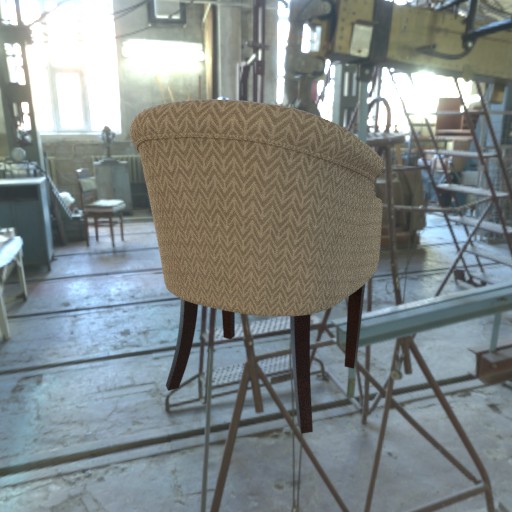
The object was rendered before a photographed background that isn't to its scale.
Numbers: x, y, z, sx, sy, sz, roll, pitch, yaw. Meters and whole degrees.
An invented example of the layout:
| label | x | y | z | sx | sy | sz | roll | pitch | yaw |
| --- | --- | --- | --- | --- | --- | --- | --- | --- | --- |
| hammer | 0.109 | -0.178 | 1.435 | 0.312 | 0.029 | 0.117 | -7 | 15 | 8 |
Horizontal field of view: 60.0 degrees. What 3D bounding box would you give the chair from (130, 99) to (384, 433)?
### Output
| label | x | y | z | sx | sy | sz | roll | pitch | yaw |
| --- | --- | --- | --- | --- | --- | --- | --- | --- | --- |
| chair | 0.000 | 0.000 | 1.328 | 0.686 | 0.858 | 0.613 | 8 | 18 | 26 |
